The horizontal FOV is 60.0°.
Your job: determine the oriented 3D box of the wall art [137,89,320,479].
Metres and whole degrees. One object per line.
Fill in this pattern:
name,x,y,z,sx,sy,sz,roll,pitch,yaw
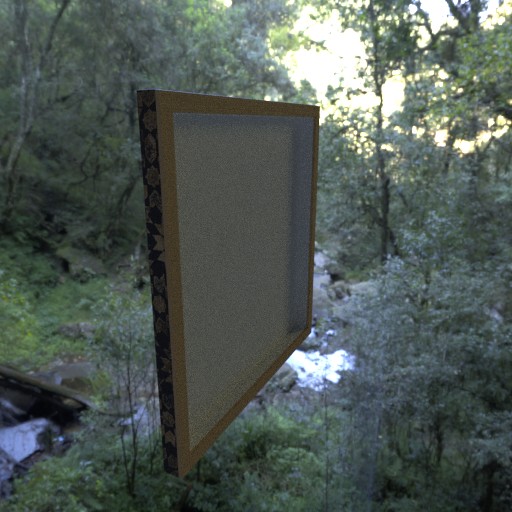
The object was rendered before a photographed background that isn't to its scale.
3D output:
wall art,0.000,0.000,0.920,0.038,0.612,0.612,8,19,26
